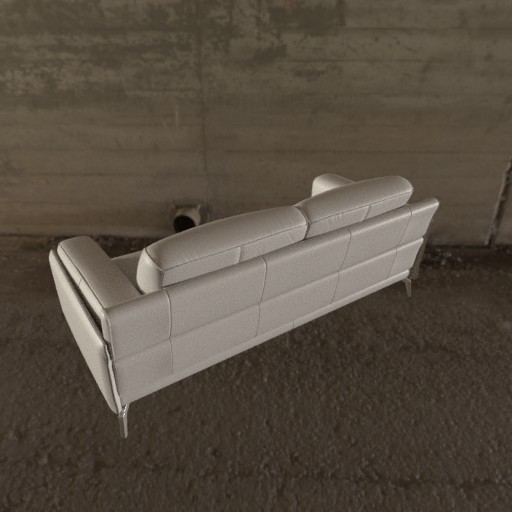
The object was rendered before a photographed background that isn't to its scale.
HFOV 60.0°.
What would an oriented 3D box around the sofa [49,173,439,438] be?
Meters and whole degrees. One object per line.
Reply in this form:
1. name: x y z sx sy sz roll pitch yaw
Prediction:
1. sofa: 0.000 0.000 2.603 2.101 0.930 1.049 -19 35 -29
